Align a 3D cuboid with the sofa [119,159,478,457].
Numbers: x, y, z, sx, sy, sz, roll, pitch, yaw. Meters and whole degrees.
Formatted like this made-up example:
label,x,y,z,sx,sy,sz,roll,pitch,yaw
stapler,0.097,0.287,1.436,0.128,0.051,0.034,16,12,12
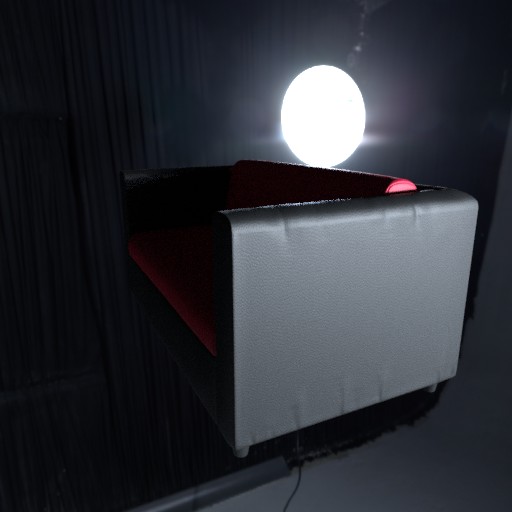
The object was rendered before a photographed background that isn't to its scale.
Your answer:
label,x,y,z,sx,sy,sz,roll,pitch,yaw
sofa,0.000,0.000,1.853,0.845,0.735,1.410,-8,17,-25
